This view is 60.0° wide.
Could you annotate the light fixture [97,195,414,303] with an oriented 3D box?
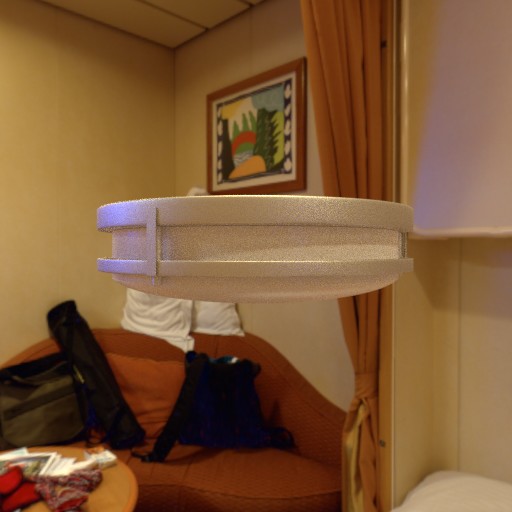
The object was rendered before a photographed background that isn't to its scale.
[{"bbox_3d":[0.000,0.000,0.527,0.356,0.102,0.356,0,1,0],"label":"light fixture"}]
